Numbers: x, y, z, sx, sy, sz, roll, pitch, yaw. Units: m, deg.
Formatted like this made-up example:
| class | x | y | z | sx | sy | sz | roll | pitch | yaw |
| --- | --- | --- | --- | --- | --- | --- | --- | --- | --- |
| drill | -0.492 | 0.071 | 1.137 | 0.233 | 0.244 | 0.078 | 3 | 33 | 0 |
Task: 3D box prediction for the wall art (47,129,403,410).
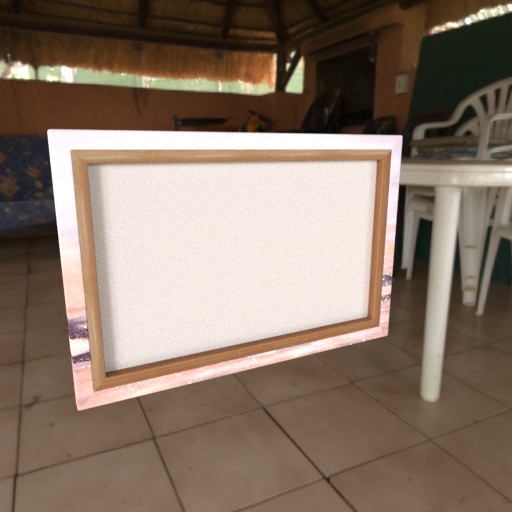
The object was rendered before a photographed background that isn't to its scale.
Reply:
| class | x | y | z | sx | sy | sz | roll | pitch | yaw |
| --- | --- | --- | --- | --- | --- | --- | --- | --- | --- |
| wall art | 0.000 | 0.000 | 1.138 | 0.913 | 0.609 | 0.038 | -7 | 15 | -26 |
